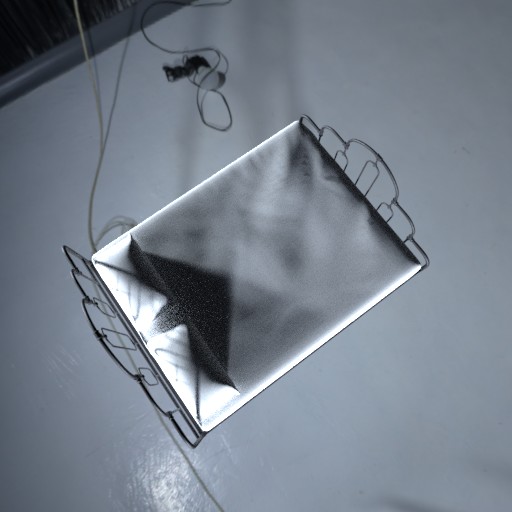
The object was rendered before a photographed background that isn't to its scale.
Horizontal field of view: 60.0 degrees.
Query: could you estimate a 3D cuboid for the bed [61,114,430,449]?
[{"bbox_3d":[0.000,0.000,3.242,2.163,1.429,1.640,-35,78,-9],"label":"bed"}]
